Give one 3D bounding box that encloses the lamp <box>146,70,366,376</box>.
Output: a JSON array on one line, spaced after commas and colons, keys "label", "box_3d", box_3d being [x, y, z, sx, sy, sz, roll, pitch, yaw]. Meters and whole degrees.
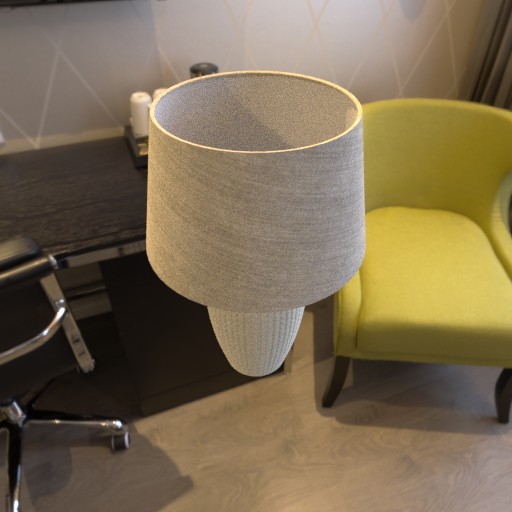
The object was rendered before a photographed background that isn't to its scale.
[{"label": "lamp", "box_3d": [0.000, 0.000, 0.836, 0.390, 0.580, 0.390, 0, 40, 0]}]
